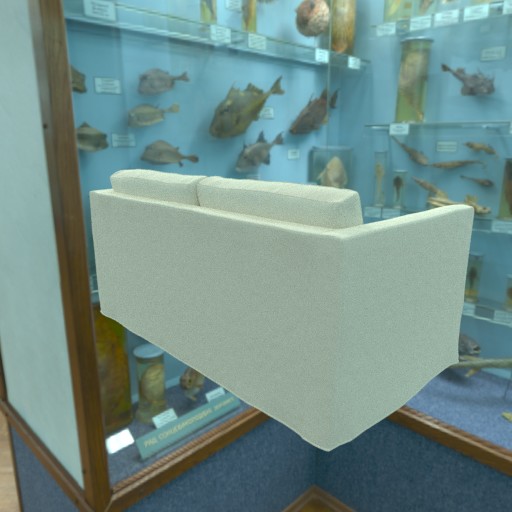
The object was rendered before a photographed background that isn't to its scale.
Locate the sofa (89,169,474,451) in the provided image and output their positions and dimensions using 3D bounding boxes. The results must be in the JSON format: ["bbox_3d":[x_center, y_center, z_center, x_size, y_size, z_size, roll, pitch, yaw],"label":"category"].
[{"bbox_3d":[0.000,0.000,2.228,0.962,0.834,1.746,-13,19,-42],"label":"sofa"}]
